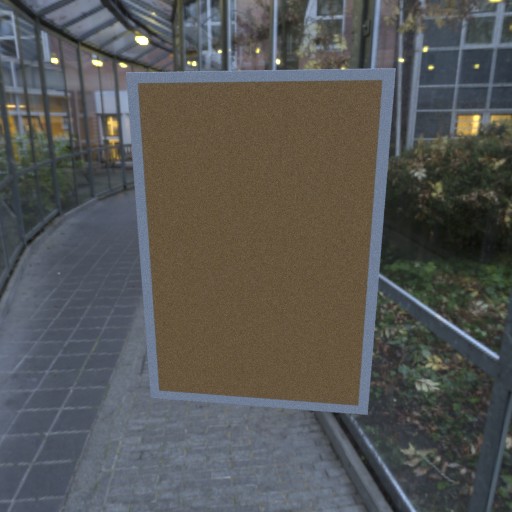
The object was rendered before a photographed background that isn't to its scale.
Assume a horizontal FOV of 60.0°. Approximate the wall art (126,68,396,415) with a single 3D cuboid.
[{"bbox_3d":[0.000,0.000,1.212,0.659,0.940,0.013,2,16,7],"label":"wall art"}]
